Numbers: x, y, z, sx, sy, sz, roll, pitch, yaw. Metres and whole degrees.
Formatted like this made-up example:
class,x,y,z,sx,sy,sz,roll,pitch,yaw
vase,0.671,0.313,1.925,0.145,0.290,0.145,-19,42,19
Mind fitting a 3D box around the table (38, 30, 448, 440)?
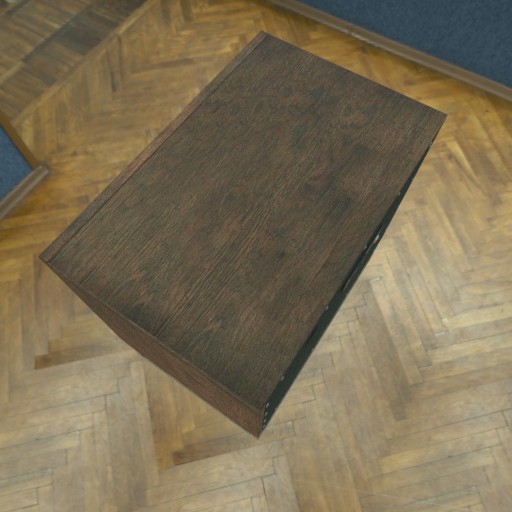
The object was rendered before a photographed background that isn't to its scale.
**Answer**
class,x,y,z,sx,sy,sz,roll,pitch,yaw
table,0.000,0.000,1.254,0.542,0.746,0.767,31,68,14
